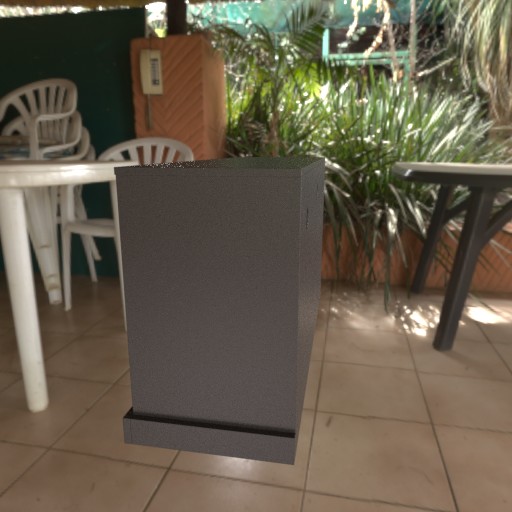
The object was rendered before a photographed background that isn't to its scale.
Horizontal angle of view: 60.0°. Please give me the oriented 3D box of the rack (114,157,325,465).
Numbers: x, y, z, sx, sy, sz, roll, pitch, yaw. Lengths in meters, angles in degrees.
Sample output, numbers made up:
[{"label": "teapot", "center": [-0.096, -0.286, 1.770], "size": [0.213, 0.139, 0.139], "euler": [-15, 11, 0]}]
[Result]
[{"label": "rack", "center": [0.000, 0.000, 1.505], "size": [0.399, 0.635, 1.206], "euler": [3, 14, 10]}]
